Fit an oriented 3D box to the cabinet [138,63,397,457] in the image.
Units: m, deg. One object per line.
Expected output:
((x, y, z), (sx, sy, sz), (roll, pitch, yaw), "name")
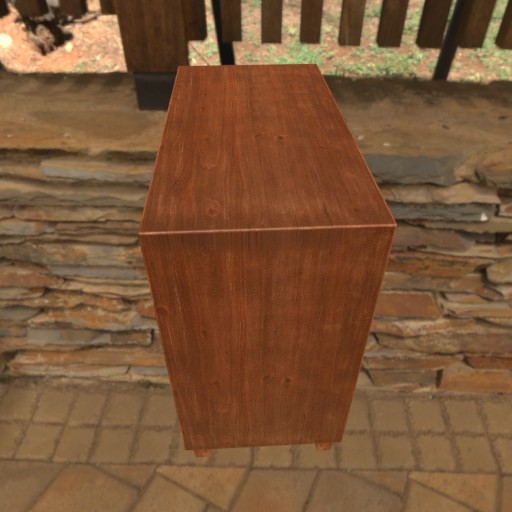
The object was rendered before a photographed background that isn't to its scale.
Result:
((0.000, 0.000, 1.240), (0.412, 0.785, 0.796), (-2, 40, -2), "cabinet")
